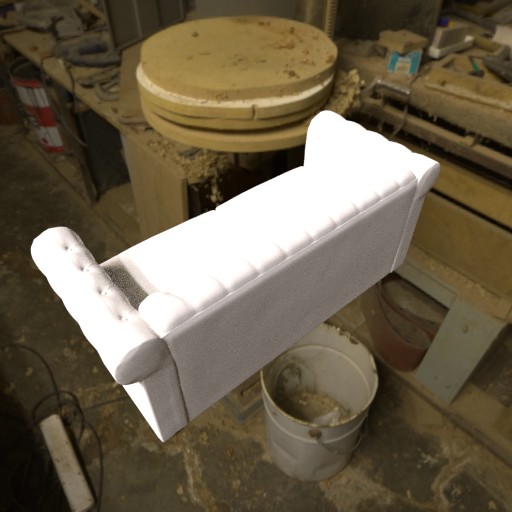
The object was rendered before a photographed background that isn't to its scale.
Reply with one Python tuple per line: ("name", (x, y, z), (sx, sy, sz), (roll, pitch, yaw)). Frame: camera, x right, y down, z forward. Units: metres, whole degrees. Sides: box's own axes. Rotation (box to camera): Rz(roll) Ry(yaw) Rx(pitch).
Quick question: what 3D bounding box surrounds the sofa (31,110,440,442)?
("sofa", (0.000, 0.000, 2.235), (1.798, 0.796, 0.771), (-30, 52, -28))
